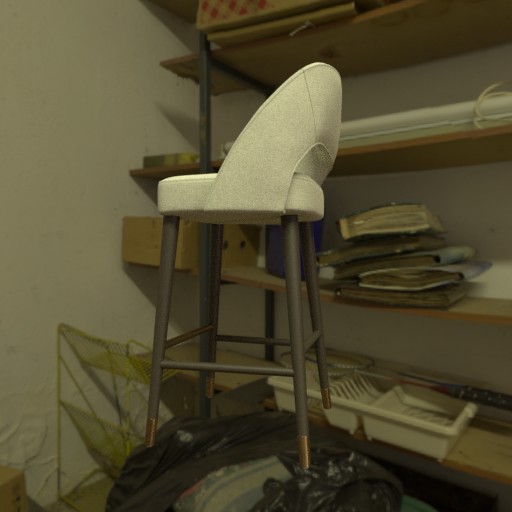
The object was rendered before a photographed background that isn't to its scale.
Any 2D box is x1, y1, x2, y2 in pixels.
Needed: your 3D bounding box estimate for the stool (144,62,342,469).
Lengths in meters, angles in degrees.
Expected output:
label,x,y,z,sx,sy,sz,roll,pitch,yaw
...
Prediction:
label,x,y,z,sx,sy,sz,roll,pitch,yaw
stool,0.000,0.000,1.348,0.509,1.037,0.494,0,0,16
